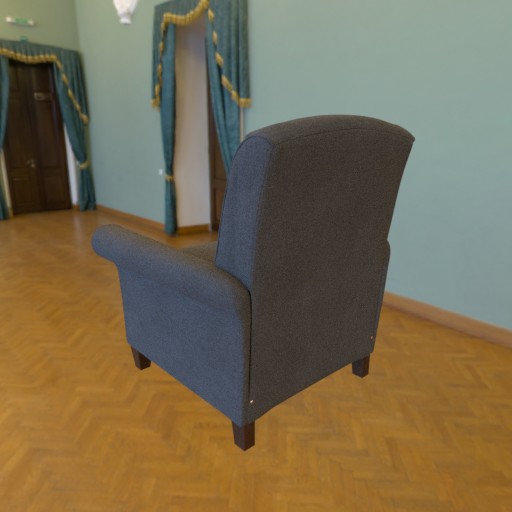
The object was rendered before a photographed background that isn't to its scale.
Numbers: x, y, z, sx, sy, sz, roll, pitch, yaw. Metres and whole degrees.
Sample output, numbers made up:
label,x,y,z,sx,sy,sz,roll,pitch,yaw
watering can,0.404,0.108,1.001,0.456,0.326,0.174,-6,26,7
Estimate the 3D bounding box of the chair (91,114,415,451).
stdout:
label,x,y,z,sx,sy,sz,roll,pitch,yaw
chair,0.000,0.000,1.776,0.978,1.061,0.905,-14,21,-40
